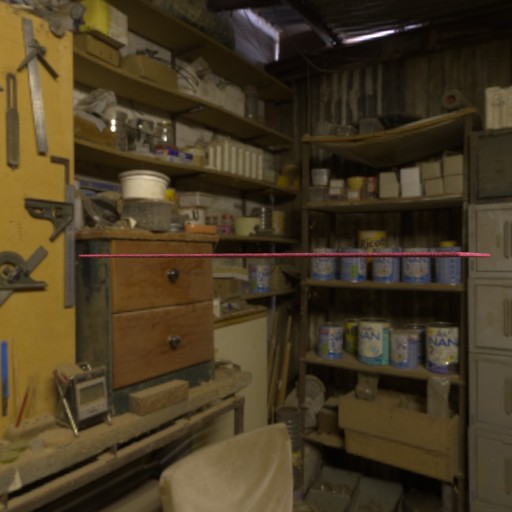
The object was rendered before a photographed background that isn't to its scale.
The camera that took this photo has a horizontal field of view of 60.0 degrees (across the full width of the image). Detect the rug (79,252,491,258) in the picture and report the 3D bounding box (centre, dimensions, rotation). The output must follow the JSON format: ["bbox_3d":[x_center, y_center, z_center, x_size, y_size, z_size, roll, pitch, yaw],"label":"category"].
[{"bbox_3d":[0.000,0.000,2.694,2.439,0.018,0.813,0,0,35],"label":"rug"}]
